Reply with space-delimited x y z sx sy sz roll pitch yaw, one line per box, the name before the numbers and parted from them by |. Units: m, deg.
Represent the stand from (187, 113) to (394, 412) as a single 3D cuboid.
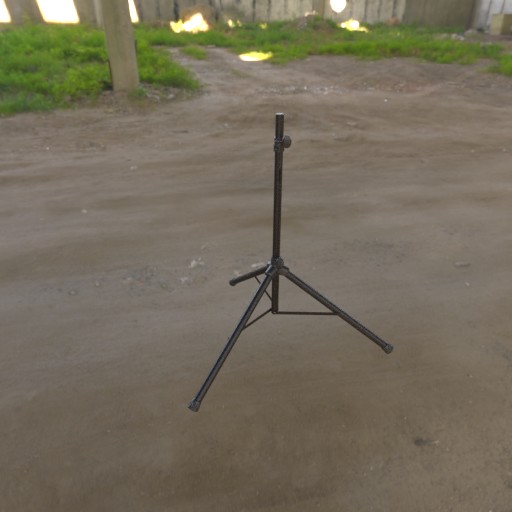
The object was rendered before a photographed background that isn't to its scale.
stand | 0.000 0.000 1.904 1.045 1.136 0.907 22 36 33
